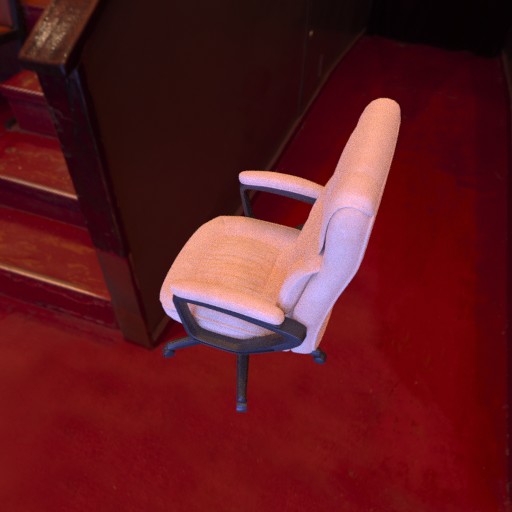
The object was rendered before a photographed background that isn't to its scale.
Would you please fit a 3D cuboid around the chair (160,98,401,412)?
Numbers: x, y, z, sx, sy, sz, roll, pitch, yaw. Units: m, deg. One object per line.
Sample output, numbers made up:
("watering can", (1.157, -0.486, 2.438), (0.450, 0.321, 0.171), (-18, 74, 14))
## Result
("chair", (0.000, 0.000, 1.550), (0.724, 1.105, 0.667), (15, 49, 13))
